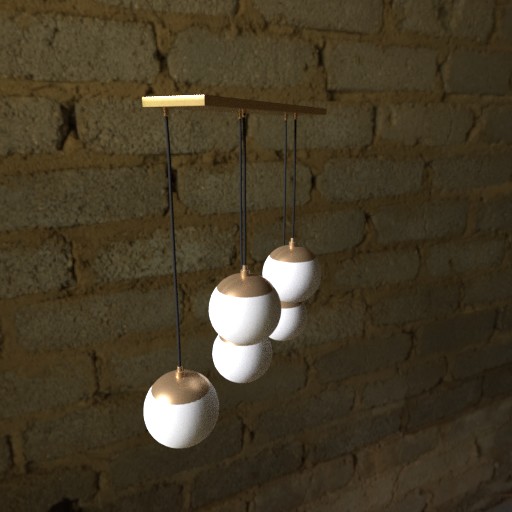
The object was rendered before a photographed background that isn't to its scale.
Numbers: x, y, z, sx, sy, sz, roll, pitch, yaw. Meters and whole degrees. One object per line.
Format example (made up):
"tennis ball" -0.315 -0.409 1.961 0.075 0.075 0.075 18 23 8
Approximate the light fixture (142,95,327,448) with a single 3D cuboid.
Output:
"light fixture" 0.000 0.000 1.340 0.299 0.869 0.863 8 18 26
